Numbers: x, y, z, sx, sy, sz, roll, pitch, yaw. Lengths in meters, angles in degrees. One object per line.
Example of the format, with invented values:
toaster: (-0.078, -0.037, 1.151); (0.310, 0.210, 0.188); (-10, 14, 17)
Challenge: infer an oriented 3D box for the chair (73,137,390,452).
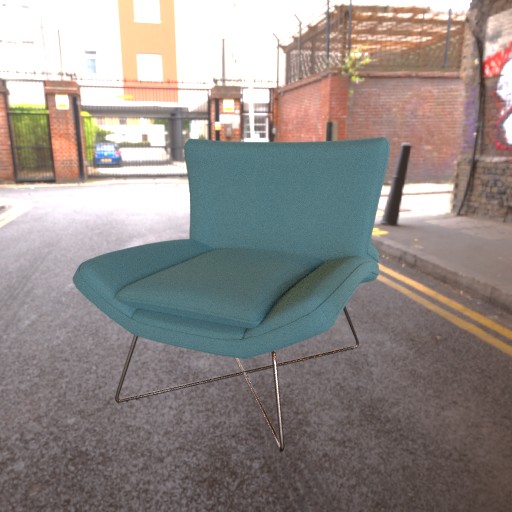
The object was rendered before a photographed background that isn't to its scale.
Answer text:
chair: (0.000, 0.000, 1.649); (0.859, 0.855, 1.008); (6, 15, 24)
